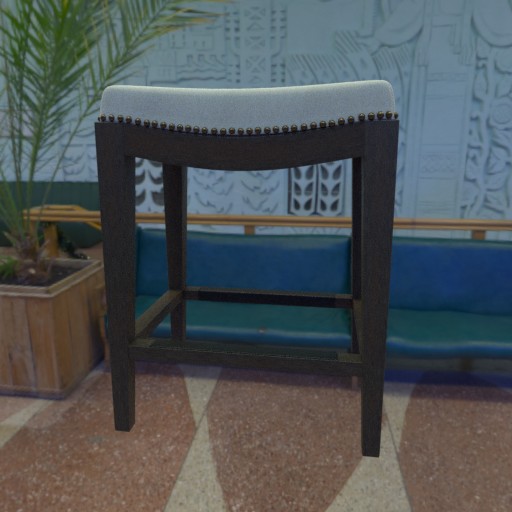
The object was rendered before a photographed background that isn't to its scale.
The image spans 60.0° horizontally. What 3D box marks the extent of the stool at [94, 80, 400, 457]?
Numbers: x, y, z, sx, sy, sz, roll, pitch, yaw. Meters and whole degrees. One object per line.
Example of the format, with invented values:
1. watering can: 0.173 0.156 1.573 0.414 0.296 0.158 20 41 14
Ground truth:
1. stool: 0.000 0.000 0.919 0.500 0.642 0.361 2 15 9
